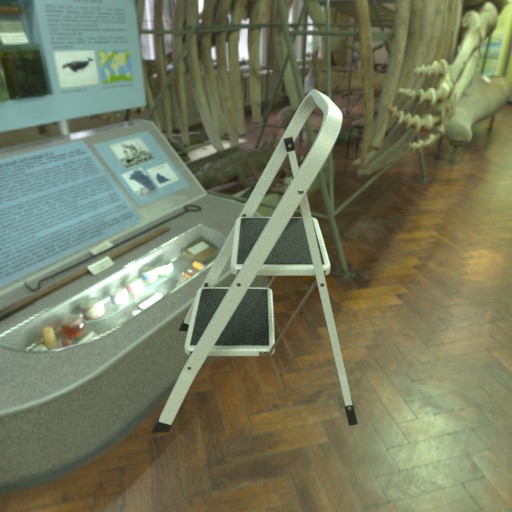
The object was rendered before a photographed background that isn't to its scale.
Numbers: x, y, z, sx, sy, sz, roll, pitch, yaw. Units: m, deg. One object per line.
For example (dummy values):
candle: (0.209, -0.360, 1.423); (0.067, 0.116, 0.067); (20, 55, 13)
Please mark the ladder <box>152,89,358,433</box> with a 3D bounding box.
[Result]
ladder: (0.000, 0.000, 1.177); (0.544, 0.810, 0.460); (0, 28, 0)
